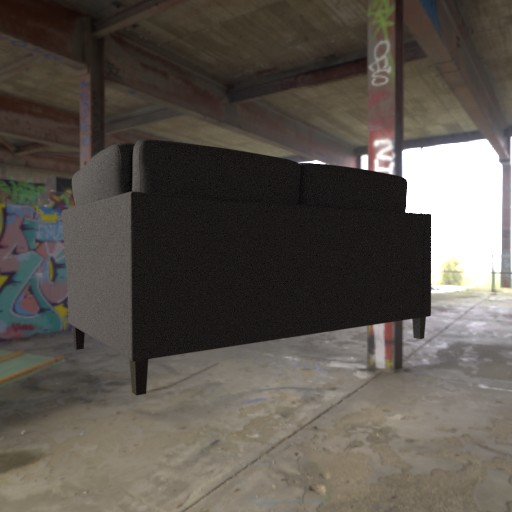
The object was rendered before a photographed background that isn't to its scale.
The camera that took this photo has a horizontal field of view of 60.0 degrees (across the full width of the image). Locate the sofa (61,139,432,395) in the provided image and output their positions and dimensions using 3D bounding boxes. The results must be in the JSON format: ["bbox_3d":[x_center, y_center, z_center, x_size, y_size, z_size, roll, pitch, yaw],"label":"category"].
[{"bbox_3d":[0.000,0.000,2.353,1.751,0.920,0.969,-1,1,-35],"label":"sofa"}]
